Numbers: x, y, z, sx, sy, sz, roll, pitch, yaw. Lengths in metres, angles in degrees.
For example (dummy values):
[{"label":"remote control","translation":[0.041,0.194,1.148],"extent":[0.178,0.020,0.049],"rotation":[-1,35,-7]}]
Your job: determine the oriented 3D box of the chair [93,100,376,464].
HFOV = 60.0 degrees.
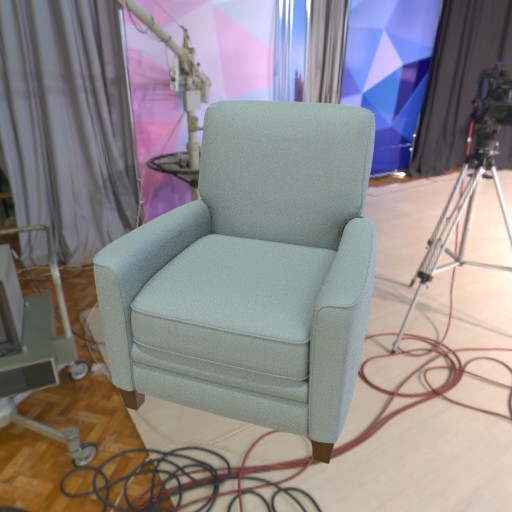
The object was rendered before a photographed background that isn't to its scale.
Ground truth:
[{"label":"chair","translation":[0.000,0.000,1.626],"extent":[0.853,1.007,0.846],"rotation":[8,27,17]}]
